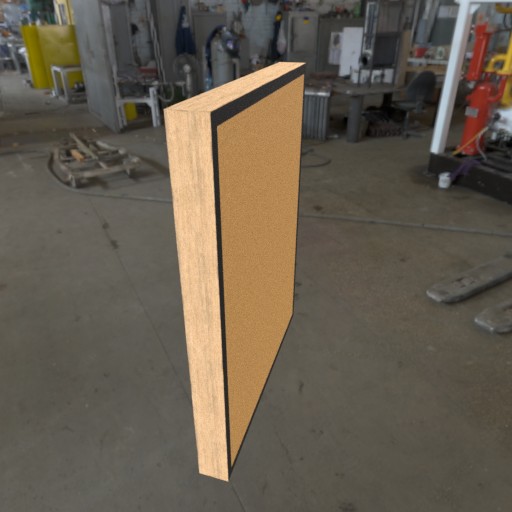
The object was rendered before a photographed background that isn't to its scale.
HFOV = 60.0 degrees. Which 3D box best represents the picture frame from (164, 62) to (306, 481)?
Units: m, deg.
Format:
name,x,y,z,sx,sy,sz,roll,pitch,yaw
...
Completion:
name,x,y,z,sx,sy,sz,roll,pitch,yaw
picture frame,0.000,0.000,0.703,0.046,0.526,0.421,9,30,15
